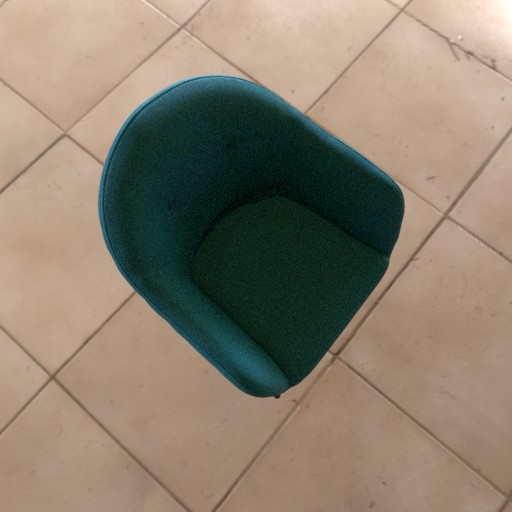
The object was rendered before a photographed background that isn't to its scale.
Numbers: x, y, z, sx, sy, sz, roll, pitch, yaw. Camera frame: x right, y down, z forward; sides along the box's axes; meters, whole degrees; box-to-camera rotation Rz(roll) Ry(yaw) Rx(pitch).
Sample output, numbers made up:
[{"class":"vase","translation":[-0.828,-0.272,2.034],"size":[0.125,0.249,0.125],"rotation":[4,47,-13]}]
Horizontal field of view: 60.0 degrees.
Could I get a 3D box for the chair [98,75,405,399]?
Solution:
[{"class":"chair","translation":[0.000,0.000,1.132],"size":[0.565,0.775,0.545],"rotation":[38,77,10]}]
